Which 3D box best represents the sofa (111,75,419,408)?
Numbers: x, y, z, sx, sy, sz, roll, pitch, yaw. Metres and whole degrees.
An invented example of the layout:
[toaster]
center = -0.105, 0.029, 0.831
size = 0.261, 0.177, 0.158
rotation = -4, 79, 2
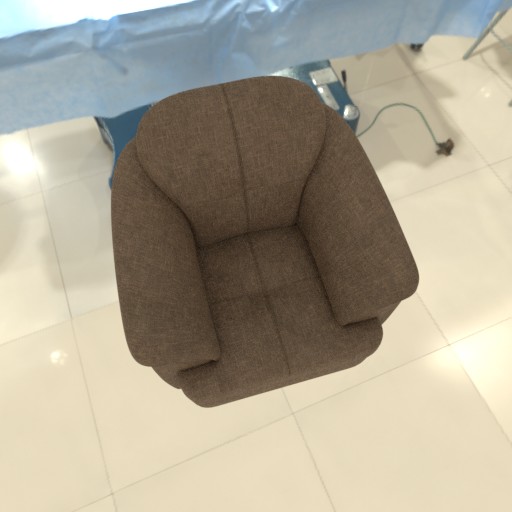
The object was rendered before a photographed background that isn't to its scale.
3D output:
[sofa]
center = 0.000, 0.000, 1.491
size = 0.870, 0.811, 0.794
rotation = -14, 64, -7
